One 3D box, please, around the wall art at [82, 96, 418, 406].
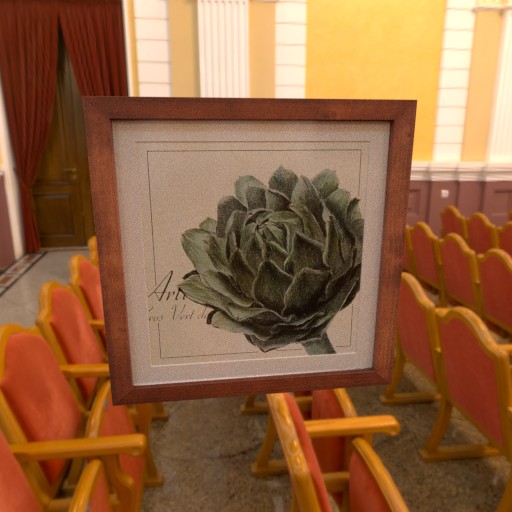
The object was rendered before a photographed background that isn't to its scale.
[{"bbox_3d":[0.000,0.000,0.576,0.386,0.385,0.038,-2,15,-7],"label":"wall art"}]
